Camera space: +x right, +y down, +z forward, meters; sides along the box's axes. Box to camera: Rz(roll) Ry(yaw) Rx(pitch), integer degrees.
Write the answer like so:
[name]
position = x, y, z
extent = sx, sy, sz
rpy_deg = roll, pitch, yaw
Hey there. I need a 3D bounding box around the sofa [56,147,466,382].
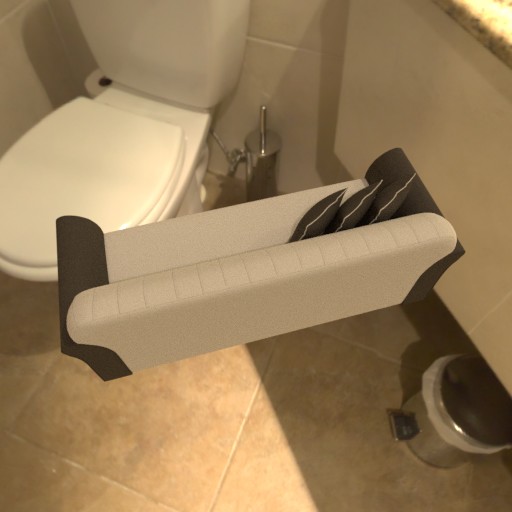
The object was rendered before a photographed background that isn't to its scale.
[sofa]
position = 0.000, 0.000, 2.458
extent = 2.001, 0.787, 0.755
rpy_deg = -13, 59, -8
